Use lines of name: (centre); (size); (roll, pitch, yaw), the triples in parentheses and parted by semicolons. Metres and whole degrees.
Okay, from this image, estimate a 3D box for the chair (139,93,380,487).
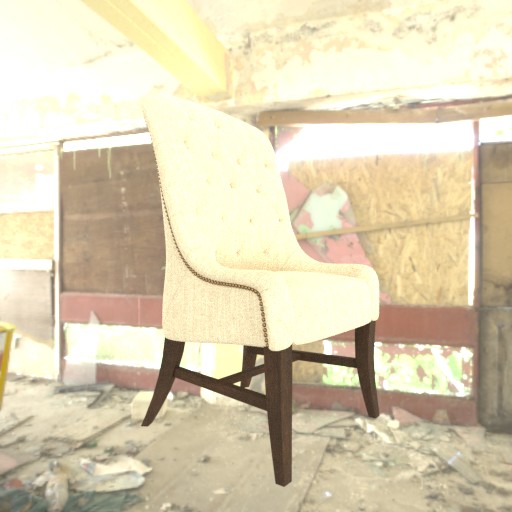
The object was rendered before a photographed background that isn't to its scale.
chair: (0.000, 0.000, 1.466); (0.629, 1.091, 0.634); (1, 1, 38)
